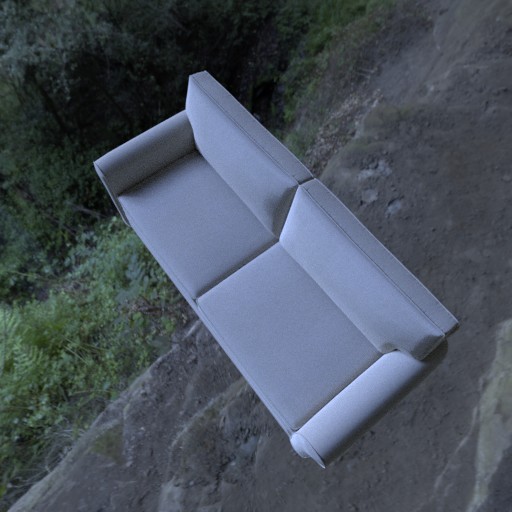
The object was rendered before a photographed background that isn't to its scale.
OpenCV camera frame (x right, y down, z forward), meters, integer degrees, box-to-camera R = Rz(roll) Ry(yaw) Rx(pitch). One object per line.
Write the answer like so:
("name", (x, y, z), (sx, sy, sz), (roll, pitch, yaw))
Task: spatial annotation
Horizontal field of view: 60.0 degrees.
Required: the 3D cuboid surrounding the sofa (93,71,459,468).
("sofa", (0.000, 0.000, 2.566), (0.901, 0.962, 2.146), (-35, 69, -15))
